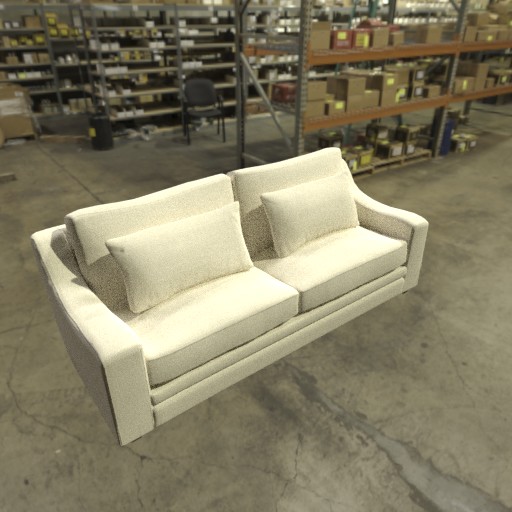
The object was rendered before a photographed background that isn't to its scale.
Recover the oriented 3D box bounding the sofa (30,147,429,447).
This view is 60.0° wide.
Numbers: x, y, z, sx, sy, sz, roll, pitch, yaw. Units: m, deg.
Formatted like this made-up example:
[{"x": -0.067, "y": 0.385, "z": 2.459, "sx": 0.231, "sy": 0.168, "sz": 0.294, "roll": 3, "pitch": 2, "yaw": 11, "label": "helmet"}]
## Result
[{"x": 0.000, "y": 0.000, "z": 2.961, "sx": 2.470, "sy": 1.022, "sz": 1.009, "roll": -20, "pitch": 35, "yaw": -32, "label": "sofa"}]
